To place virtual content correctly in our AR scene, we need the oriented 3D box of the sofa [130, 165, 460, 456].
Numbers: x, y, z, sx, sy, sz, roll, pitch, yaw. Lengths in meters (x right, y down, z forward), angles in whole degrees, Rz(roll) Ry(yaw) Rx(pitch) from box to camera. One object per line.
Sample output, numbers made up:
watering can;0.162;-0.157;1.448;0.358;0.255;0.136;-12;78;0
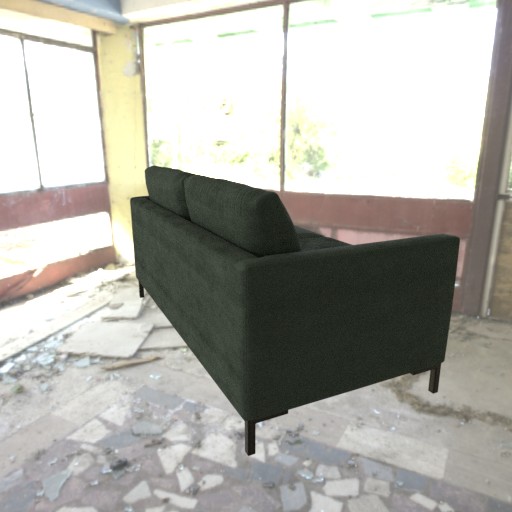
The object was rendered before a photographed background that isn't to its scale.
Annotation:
sofa;0.000;0.000;2.161;0.875;0.817;1.676;-7;17;-25
